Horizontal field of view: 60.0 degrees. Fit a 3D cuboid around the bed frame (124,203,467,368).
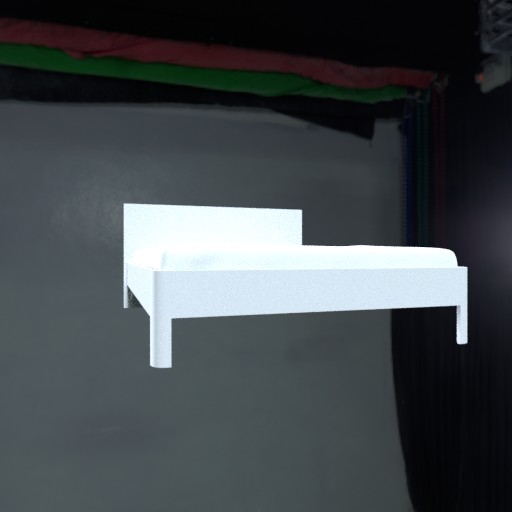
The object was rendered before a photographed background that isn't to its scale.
[{"bbox_3d":[0.000,0.000,2.731,1.490,0.800,1.950,0,0,-19],"label":"bed frame"}]
